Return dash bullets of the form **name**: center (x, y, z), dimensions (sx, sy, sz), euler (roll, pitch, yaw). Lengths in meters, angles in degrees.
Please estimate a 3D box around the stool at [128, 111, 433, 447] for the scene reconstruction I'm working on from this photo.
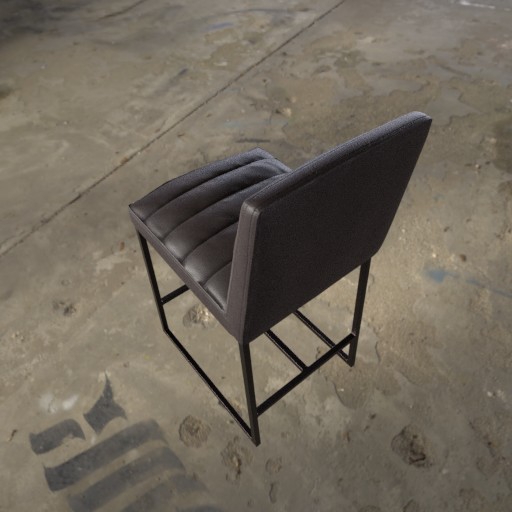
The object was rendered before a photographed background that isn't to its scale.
- **stool**: center (0.000, 0.000, 1.227), dimensions (0.463, 0.946, 0.562), euler (-31, 54, -26)
